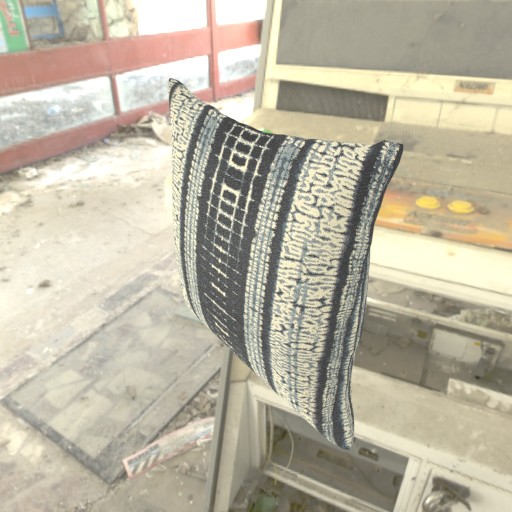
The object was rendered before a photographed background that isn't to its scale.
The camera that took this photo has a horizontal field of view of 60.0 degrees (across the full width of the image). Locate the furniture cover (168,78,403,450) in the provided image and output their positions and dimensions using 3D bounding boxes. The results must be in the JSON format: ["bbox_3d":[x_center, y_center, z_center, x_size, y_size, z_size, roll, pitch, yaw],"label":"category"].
[{"bbox_3d":[0.000,0.000,0.646,0.133,0.435,0.425,-22,38,-32],"label":"furniture cover"}]
